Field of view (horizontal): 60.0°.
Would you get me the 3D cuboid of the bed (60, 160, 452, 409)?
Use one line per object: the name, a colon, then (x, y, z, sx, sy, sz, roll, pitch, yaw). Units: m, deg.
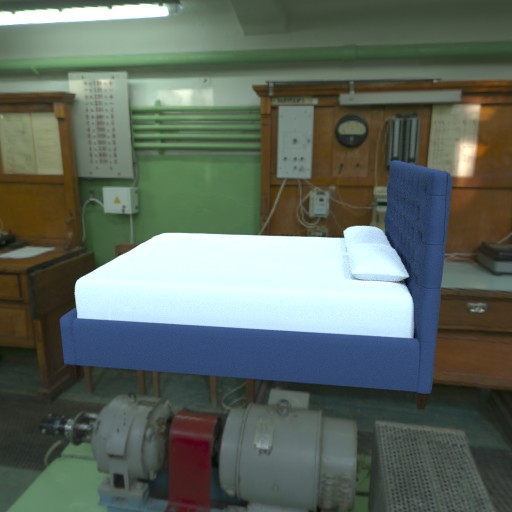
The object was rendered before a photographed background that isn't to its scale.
bed: (0.000, 0.000, 3.480, 2.387, 1.427, 1.706, 2, 14, 9)
